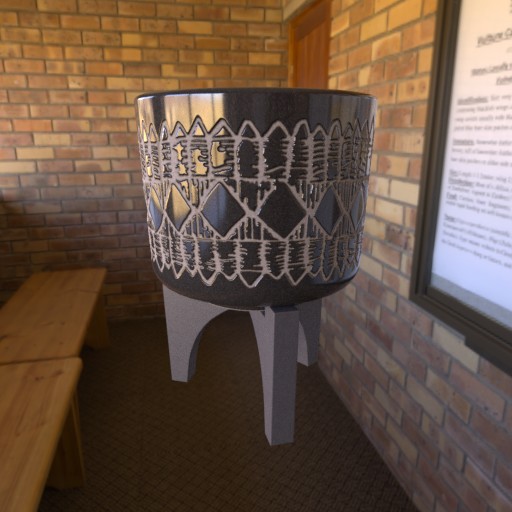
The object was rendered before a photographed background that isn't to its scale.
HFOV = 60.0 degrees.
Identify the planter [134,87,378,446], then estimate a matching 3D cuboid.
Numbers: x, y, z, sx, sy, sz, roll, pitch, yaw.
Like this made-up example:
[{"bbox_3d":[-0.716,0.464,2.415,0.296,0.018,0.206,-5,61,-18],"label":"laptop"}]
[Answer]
[{"bbox_3d":[0.000,0.000,0.265,0.129,0.177,0.129,0,15,0],"label":"planter"}]
